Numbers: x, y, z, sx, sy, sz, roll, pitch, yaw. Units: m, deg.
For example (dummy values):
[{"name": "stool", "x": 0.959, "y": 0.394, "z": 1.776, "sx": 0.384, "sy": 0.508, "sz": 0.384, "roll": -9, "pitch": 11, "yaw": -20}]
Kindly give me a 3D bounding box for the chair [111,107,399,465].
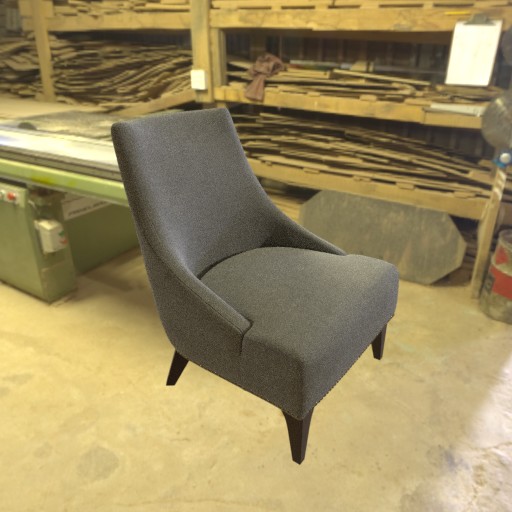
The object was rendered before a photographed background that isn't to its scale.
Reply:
[{"name": "chair", "x": 0.000, "y": 0.000, "z": 1.558, "sx": 0.861, "sy": 0.909, "sz": 0.701, "roll": 17, "pitch": 30, "yaw": 33}]
